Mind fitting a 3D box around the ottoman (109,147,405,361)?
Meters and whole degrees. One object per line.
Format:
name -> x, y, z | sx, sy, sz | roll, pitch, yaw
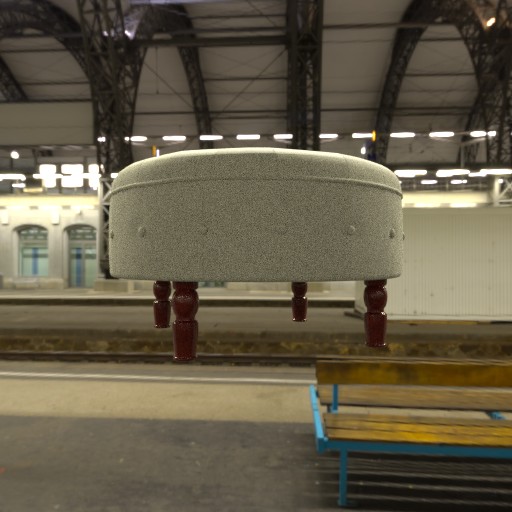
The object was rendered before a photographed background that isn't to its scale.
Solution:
ottoman -> 0.000, 0.000, 1.347 | 0.850, 0.483, 0.850 | 0, 0, 0
